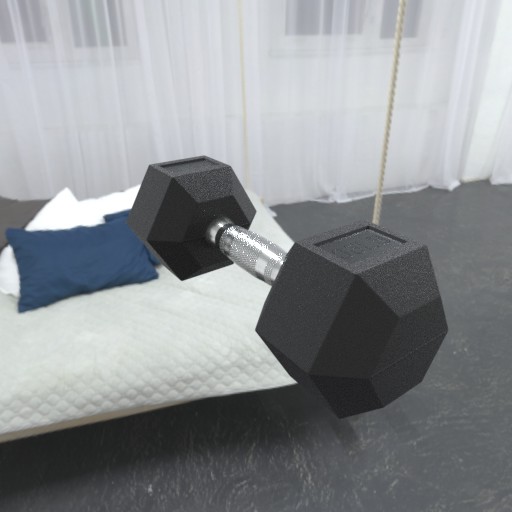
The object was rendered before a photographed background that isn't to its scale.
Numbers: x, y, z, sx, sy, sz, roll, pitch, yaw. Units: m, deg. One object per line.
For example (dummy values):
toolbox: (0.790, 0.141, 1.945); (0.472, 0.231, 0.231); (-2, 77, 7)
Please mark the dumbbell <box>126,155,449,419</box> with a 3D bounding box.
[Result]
dumbbell: (0.000, 0.000, 0.427); (0.141, 0.123, 0.356); (-18, 32, -32)
